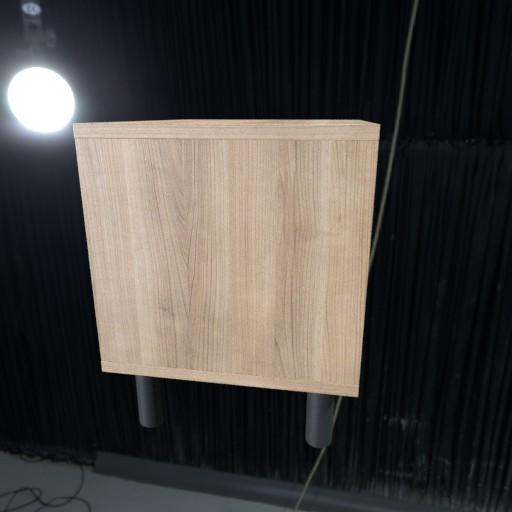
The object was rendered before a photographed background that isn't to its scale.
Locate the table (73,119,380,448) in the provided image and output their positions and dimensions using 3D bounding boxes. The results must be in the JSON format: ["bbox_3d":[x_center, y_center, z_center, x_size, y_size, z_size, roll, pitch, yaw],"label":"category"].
[{"bbox_3d":[0.000,0.000,0.791,0.380,0.460,0.445,3,18,9],"label":"table"}]
